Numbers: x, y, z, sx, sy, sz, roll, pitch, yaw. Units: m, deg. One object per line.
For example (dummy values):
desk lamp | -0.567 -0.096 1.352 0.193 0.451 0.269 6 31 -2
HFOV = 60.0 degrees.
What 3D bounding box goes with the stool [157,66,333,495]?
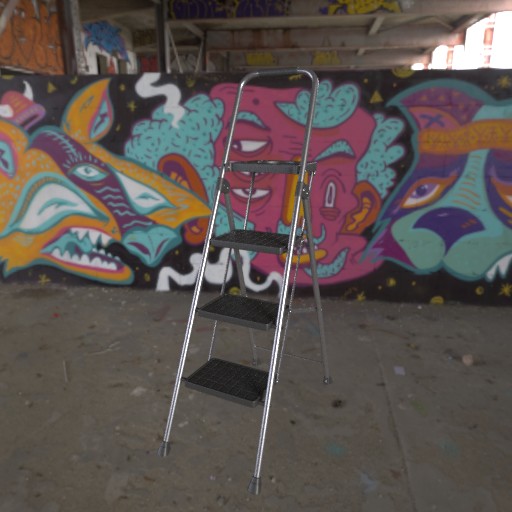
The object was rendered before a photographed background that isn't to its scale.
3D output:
stool | 0.000 0.000 1.569 0.396 1.277 0.733 8 17 27
